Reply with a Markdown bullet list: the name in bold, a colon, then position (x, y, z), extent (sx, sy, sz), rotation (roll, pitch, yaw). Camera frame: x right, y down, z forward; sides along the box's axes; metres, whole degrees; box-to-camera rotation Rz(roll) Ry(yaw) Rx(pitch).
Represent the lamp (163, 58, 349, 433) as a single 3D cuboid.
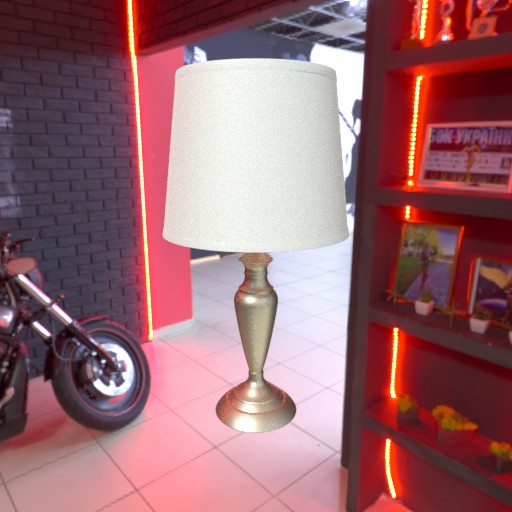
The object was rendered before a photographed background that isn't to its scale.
- **lamp**: position (0.000, 0.000, 0.806), extent (0.328, 0.619, 0.328), rotation (0, 14, 0)
